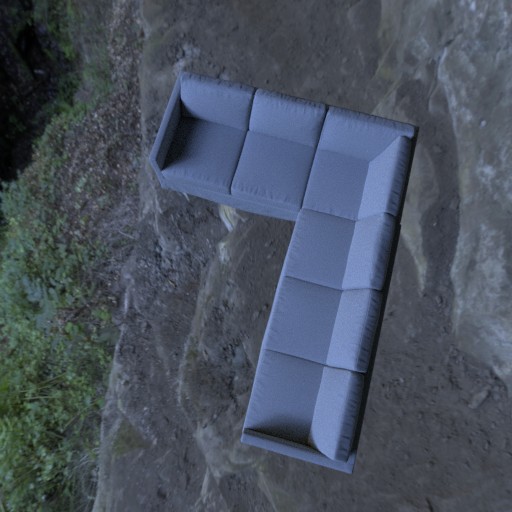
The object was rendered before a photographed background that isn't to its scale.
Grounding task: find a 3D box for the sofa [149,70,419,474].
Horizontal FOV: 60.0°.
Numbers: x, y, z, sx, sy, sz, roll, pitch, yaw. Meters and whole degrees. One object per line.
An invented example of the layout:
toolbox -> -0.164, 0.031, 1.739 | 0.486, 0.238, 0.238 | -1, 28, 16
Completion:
sofa -> 0.000, 0.000, 4.183 | 2.432, 0.871, 3.182 | 15, 76, 4
